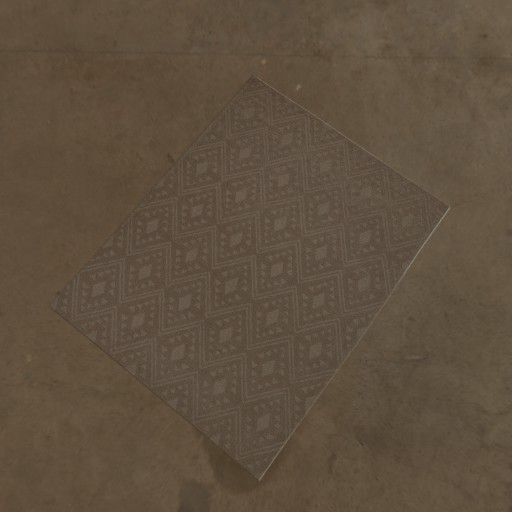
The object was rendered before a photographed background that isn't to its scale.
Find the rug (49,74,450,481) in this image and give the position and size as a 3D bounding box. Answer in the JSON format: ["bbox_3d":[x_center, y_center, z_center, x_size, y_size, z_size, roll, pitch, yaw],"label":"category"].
[{"bbox_3d":[0.000,0.000,4.108,2.399,0.054,3.011,37,79,8],"label":"rug"}]
